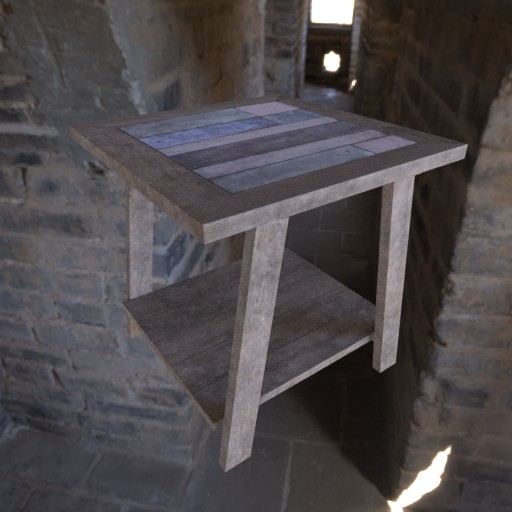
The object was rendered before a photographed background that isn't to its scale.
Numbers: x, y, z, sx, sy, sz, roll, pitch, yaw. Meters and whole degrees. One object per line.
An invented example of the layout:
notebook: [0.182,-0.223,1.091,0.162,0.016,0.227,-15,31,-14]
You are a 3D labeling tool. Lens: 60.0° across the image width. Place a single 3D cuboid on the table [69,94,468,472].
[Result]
table: [0.000,0.000,1.106,0.610,0.610,0.610,-20,37,-30]
